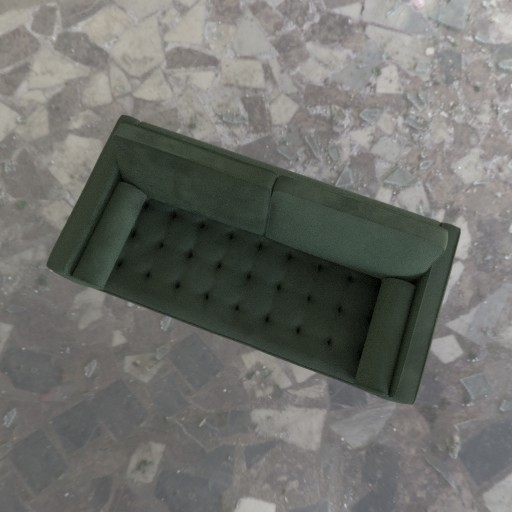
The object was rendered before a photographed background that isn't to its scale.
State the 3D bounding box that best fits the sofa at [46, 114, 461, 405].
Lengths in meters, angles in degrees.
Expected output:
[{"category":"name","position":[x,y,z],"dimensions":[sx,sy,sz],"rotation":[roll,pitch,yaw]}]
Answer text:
[{"category":"sofa","position":[0.000,0.000,2.341],"dimensions":[1.880,0.772,0.916],"rotation":[20,76,5]}]
